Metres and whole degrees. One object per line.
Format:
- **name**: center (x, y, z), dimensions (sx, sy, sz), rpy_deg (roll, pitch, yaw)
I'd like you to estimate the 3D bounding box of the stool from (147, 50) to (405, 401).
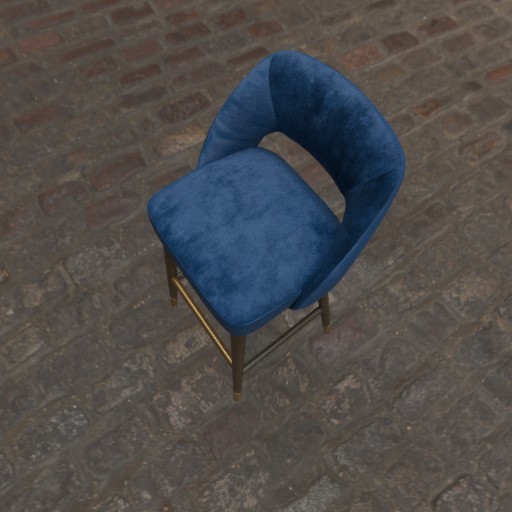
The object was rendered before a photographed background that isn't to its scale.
- **stool**: center (0.000, 0.000, 1.298), dimensions (0.515, 1.016, 0.514), rpy_deg (-33, 68, -15)
